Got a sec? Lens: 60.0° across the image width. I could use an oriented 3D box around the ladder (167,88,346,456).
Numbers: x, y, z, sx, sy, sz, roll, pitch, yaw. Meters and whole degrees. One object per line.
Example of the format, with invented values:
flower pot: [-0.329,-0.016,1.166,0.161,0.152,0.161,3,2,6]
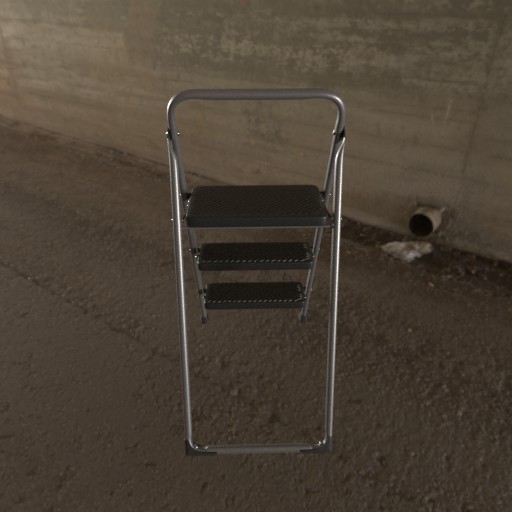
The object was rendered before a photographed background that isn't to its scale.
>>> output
ladder: [0.000,0.000,1.278,0.430,0.945,0.629,-1,31,-1]
